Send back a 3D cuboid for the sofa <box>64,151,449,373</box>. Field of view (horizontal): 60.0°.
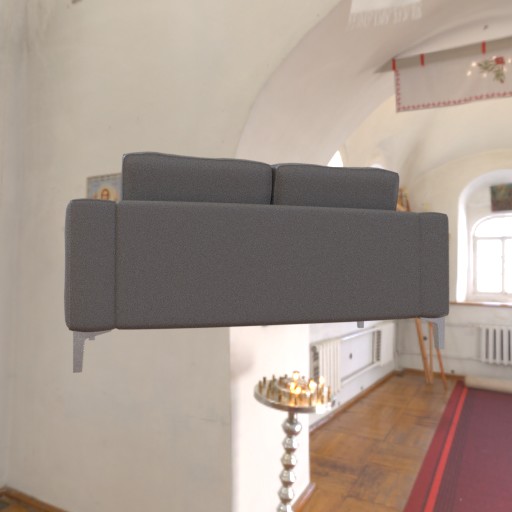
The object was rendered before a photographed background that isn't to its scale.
[{"bbox_3d":[0.000,0.000,2.254,1.726,0.892,0.833,0,-1,-16],"label":"sofa"}]
